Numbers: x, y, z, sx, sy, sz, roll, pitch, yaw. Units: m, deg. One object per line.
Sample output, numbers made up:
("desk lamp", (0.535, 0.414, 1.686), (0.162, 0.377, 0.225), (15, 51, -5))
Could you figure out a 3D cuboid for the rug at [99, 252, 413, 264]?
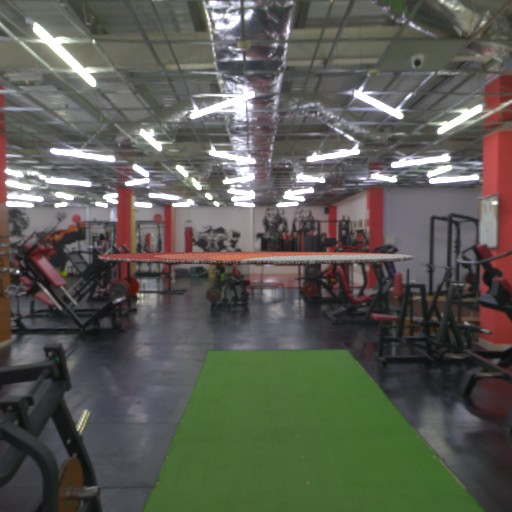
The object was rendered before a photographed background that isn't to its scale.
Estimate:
("rug", (0.000, 0.000, 2.262), (1.514, 0.015, 1.514), (0, 2, 0))
